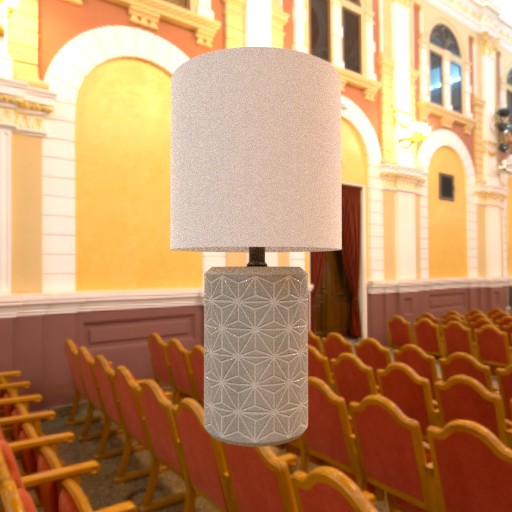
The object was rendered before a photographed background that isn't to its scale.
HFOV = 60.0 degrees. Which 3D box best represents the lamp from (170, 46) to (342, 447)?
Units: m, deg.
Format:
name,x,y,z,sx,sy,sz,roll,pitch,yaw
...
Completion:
name,x,y,z,sx,sy,sz,roll,pitch,yaw
lamp,0.000,0.000,0.543,0.206,0.416,0.206,1,-1,-36
